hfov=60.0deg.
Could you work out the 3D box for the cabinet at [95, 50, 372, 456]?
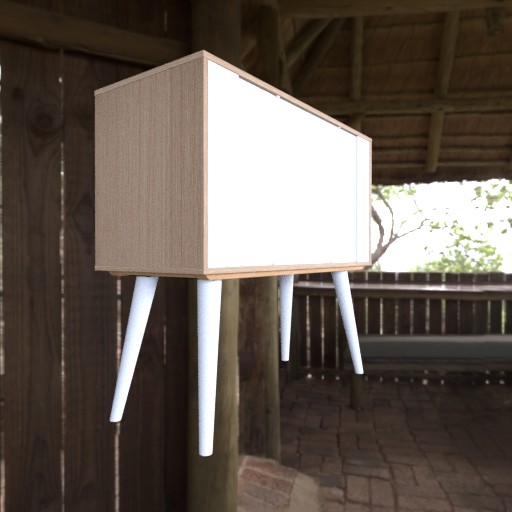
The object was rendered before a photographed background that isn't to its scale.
[{"bbox_3d":[0.000,0.000,1.651,0.470,1.016,1.057,0,0,37],"label":"cabinet"}]
